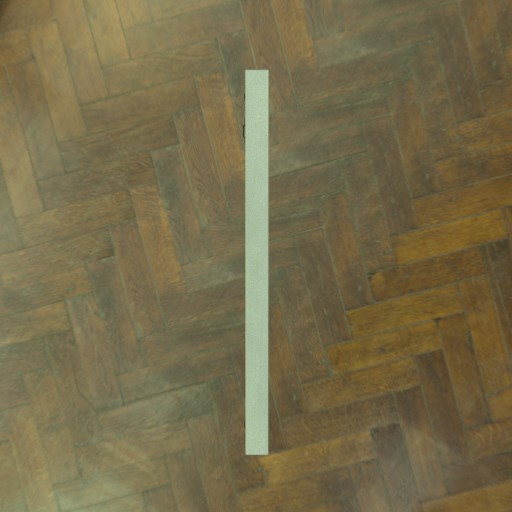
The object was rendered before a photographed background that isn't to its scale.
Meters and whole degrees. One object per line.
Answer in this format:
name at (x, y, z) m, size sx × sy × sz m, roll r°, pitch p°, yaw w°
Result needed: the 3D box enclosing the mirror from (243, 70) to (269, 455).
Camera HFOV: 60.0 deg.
mirror at (0.000, 0.000, 1.157) m, size 0.041 × 0.915 × 0.609 m, roll 0°, pitch 92°, yaw 0°
